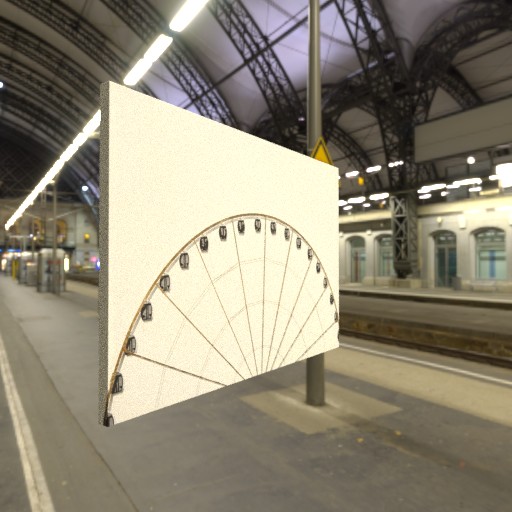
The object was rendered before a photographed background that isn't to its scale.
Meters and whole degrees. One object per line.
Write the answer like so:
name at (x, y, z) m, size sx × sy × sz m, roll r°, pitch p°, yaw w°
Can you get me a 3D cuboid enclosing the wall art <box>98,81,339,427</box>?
wall art at (0.000, 0.000, 1.450) m, size 0.038 × 0.767 × 1.144 m, roll -1°, pitch -1°, yaw 37°
